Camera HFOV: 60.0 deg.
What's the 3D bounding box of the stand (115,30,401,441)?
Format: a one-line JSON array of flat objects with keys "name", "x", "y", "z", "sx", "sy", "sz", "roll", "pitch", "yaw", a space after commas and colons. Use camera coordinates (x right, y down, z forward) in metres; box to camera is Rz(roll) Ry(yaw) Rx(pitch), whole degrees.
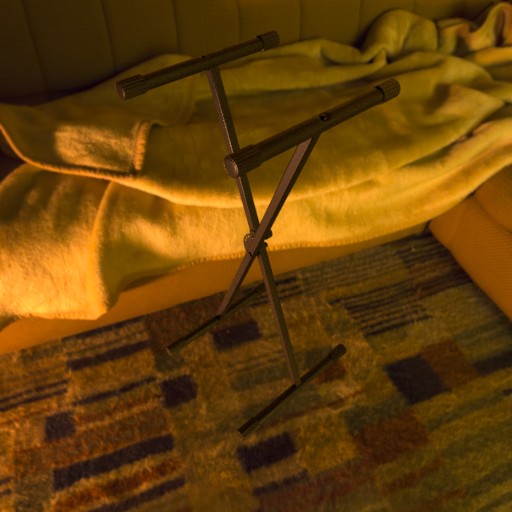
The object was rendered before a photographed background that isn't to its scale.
[{"name": "stand", "x": 0.000, "y": 0.000, "z": 1.159, "sx": 0.449, "sy": 0.940, "sz": 0.409, "roll": -32, "pitch": 54, "yaw": -27}]
